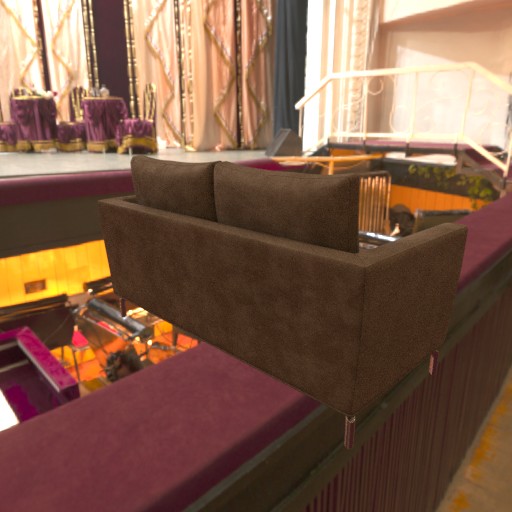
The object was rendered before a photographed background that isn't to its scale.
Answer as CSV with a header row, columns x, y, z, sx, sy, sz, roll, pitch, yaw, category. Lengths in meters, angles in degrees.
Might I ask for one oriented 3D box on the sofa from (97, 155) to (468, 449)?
x,y,z,sx,sy,sz,roll,pitch,yaw,category
0.000,0.000,2.349,1.832,1.013,0.855,16,23,43,sofa
